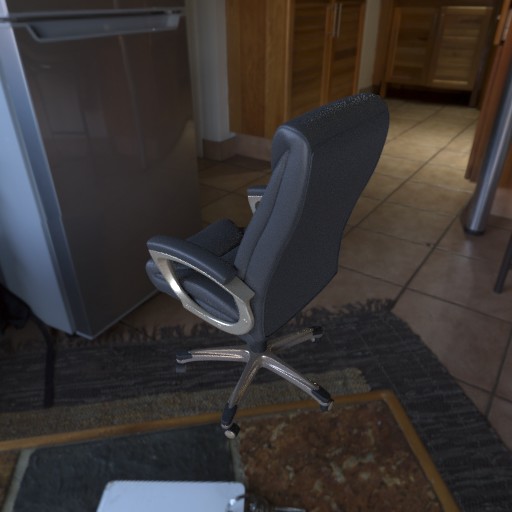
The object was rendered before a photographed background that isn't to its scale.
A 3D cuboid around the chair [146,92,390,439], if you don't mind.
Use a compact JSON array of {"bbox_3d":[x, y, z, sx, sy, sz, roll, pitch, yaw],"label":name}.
[{"bbox_3d":[0.000,0.000,1.658,0.748,1.188,0.694,22,38,31],"label":"chair"}]
